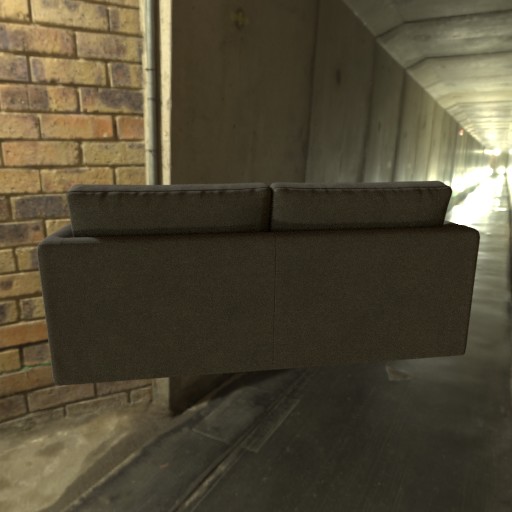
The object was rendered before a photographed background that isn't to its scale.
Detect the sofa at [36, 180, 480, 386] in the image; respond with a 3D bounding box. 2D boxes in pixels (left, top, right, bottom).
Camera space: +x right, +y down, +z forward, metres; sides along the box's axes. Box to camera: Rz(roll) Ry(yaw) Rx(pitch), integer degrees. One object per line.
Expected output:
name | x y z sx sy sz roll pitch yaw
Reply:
sofa | 0.000 0.000 2.421 1.909 0.845 1.091 -2 14 -9
